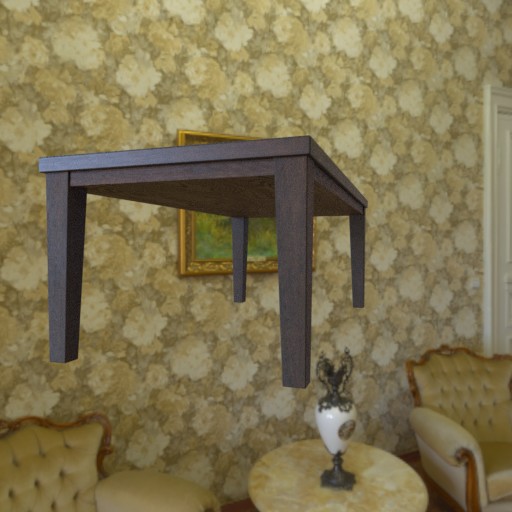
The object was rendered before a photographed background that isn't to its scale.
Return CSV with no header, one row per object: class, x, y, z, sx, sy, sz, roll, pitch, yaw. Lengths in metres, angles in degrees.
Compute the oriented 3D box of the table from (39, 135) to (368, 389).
table,0.000,0.000,2.411,1.016,0.762,1.981,0,1,19
